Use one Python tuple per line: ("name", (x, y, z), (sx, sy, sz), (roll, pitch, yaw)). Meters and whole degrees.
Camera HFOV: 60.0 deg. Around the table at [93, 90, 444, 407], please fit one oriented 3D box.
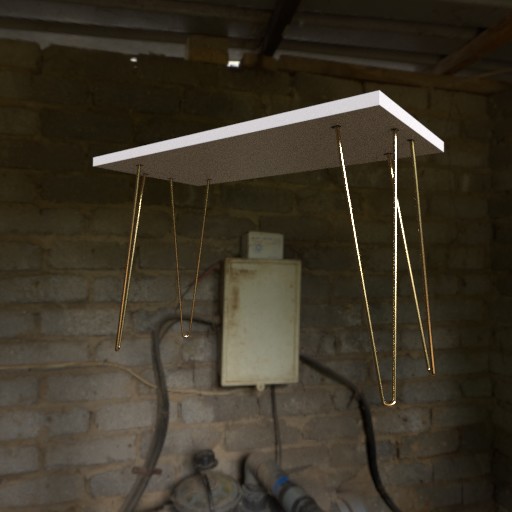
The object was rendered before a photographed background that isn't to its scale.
("table", (0.000, 0.000, 1.384), (0.991, 0.660, 0.498), (0, -1, 37))
